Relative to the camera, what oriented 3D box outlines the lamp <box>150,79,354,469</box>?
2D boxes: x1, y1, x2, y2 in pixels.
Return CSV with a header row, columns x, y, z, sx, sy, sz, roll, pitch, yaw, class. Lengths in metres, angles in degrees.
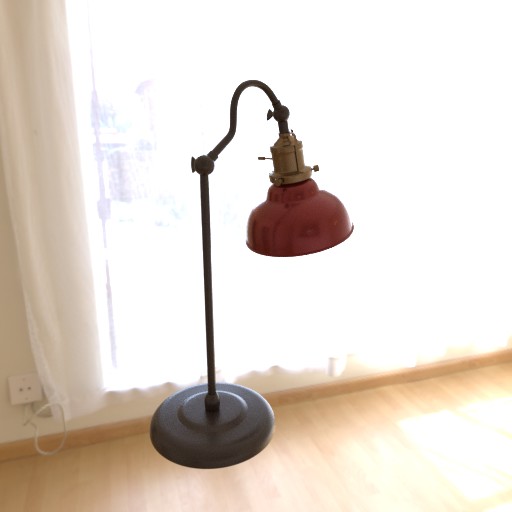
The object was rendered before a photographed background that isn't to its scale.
x,y,z,sx,sy,sz,roll,pitch,yaw,class
0.000,0.000,0.682,0.374,0.508,0.192,-14,20,-41,lamp
